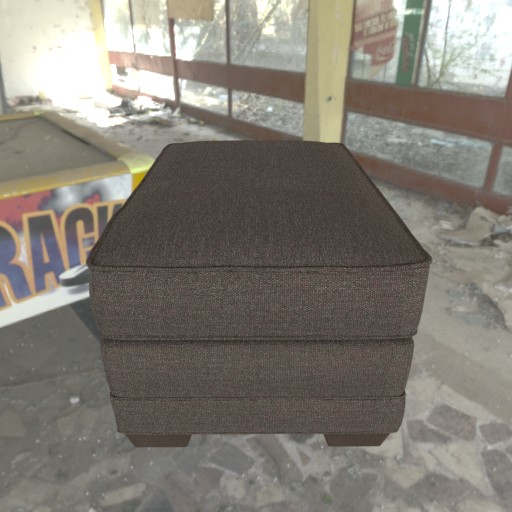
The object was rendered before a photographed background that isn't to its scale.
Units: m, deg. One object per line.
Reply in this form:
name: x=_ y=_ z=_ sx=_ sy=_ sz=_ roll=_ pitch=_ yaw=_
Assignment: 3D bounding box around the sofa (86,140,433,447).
sofa: x=0.000 y=0.000 z=1.167 sx=0.578 sy=0.457 sz=0.854 roll=0 pitch=28 yaw=0
